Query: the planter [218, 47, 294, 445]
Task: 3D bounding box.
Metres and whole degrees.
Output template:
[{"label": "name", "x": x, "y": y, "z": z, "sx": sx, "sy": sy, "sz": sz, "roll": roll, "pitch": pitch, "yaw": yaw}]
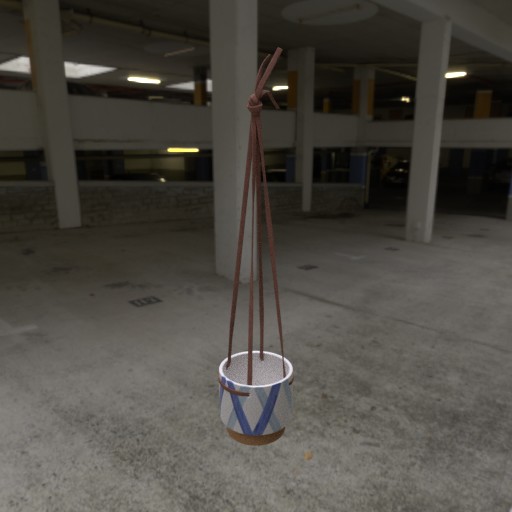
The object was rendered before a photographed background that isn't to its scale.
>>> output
[{"label": "planter", "x": 0.000, "y": 0.000, "z": 0.855, "sx": 0.153, "sy": 0.753, "sz": 0.157, "roll": 13, "pitch": 20, "yaw": 42}]
